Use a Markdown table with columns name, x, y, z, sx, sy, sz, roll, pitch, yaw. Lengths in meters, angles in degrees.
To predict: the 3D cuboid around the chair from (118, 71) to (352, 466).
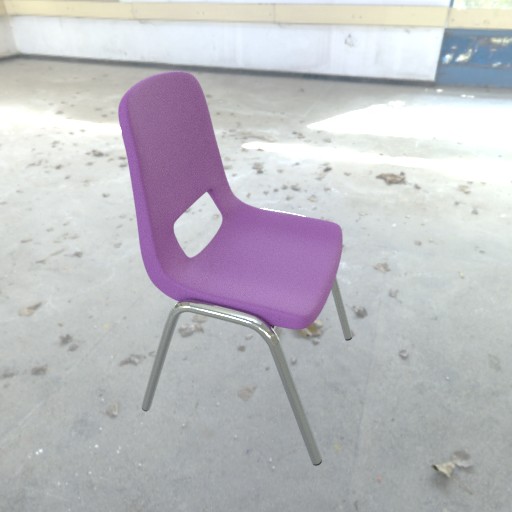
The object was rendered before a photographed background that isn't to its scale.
| name | x | y | z | sx | sy | sz | roll | pitch | yaw |
| --- | --- | --- | --- | --- | --- | --- | --- | --- | --- |
| chair | 0.000 | 0.000 | 0.667 | 0.301 | 0.493 | 0.291 | 11 | 35 | 16 |
